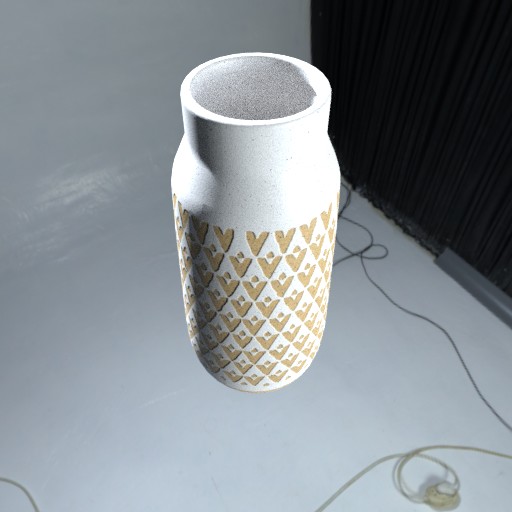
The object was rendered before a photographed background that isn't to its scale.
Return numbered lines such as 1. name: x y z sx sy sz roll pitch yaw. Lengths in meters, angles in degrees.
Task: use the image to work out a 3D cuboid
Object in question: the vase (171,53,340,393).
1. vase: 0.000 0.000 0.379 0.137 0.307 0.137 0 48 0
